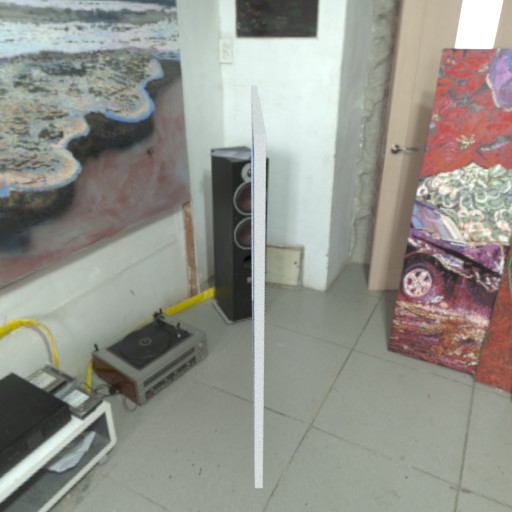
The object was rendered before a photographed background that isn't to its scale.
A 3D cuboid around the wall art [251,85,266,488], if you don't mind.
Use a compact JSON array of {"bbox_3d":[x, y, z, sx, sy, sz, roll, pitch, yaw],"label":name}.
[{"bbox_3d":[0.000,0.000,0.995,0.015,0.660,0.660,0,26,-1],"label":"wall art"}]
